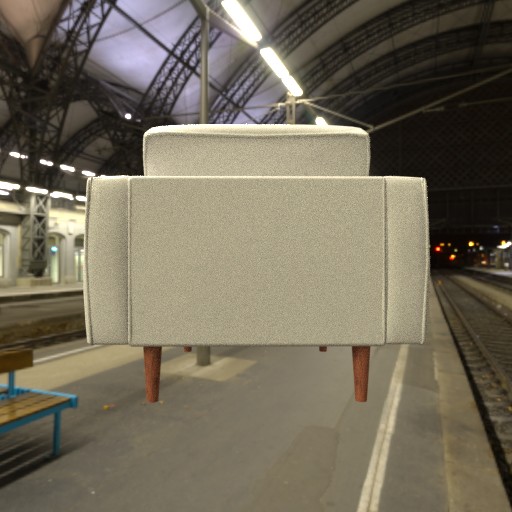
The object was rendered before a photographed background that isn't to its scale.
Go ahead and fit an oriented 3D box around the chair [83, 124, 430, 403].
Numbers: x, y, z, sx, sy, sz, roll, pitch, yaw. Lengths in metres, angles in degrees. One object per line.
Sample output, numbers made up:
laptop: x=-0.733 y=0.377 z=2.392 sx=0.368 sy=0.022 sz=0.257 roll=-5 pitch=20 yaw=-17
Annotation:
chair: x=0.000 y=0.000 z=1.548 sx=0.928 sy=0.773 sz=0.843 roll=0 pitch=-1 yaw=0
